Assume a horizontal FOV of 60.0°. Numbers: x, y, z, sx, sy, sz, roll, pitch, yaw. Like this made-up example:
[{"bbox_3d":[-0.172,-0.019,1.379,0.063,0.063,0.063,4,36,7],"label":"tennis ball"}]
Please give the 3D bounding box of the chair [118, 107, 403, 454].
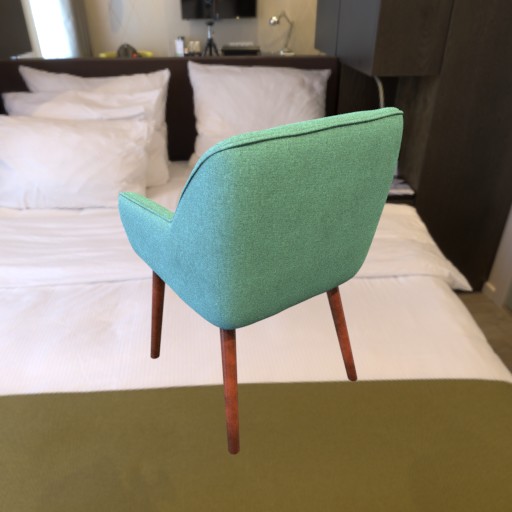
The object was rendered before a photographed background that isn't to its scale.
[{"bbox_3d":[0.000,0.000,1.180,0.543,0.803,0.519,-19,35,-30],"label":"chair"}]
